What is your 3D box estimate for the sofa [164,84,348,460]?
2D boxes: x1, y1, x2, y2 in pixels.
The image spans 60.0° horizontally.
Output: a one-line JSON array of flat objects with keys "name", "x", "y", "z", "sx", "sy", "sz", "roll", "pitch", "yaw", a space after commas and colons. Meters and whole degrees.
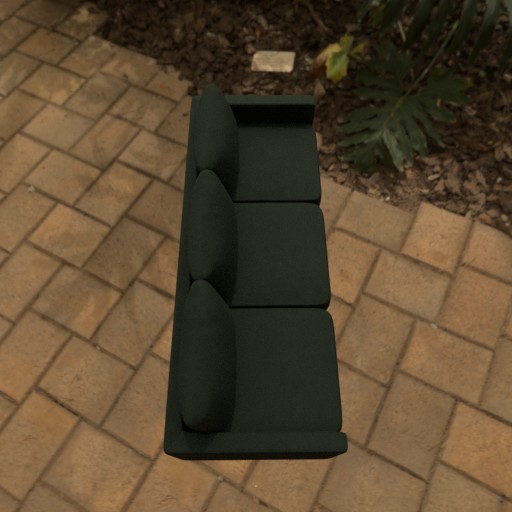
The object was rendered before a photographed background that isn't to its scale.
[{"name": "sofa", "x": 0.000, "y": 0.000, "z": 2.680, "sx": 0.859, "sy": 0.870, "sz": 2.218, "roll": 0, "pitch": 63, "yaw": 0}]
